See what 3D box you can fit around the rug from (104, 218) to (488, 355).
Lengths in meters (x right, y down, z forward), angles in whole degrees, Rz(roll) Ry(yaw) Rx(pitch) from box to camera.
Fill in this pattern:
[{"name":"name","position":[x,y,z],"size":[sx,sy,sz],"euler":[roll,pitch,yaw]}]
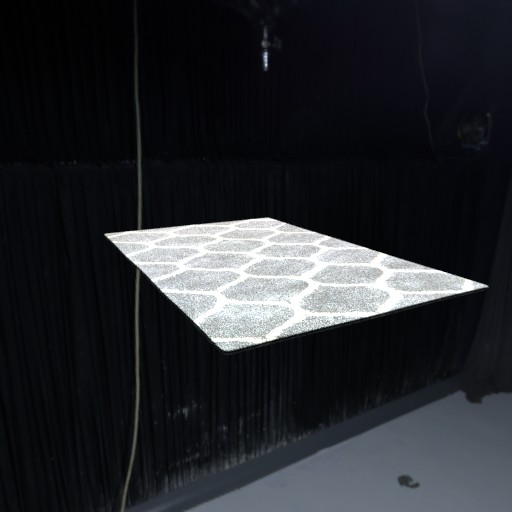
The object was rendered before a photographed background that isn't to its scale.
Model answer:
[{"name":"rug","position":[0.000,0.000,3.449],"size":[1.801,0.026,2.701],"euler":[-8,17,-28]}]
